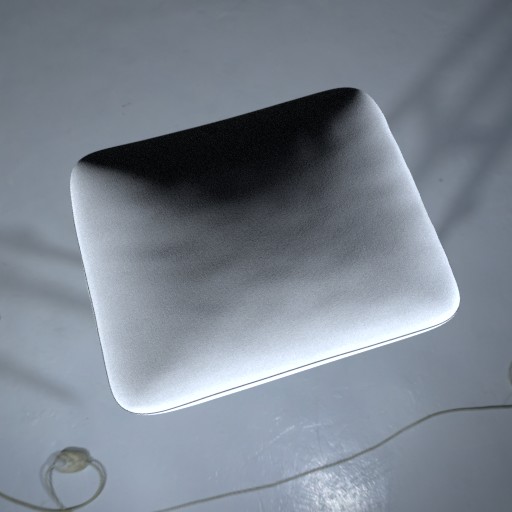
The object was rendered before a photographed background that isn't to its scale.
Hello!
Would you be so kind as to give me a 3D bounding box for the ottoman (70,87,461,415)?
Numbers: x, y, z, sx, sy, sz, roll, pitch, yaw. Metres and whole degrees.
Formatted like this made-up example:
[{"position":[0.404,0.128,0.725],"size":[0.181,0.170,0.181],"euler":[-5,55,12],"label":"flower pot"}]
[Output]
[{"position":[0.000,0.000,1.115],"size":[0.747,0.478,0.593],"euler":[-17,76,-4],"label":"ottoman"}]
